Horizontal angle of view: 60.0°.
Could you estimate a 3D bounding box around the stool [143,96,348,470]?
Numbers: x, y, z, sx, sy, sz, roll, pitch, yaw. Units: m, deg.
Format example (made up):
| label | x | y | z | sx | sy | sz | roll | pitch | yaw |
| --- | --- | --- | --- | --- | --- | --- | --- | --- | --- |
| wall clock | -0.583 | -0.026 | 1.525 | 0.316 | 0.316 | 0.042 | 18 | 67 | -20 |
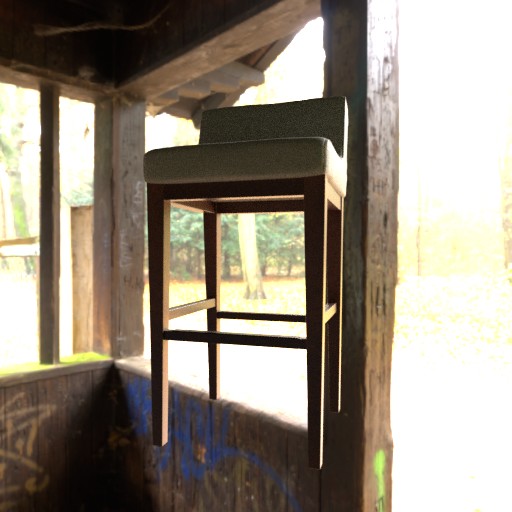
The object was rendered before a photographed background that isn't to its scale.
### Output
| label | x | y | z | sx | sy | sz | roll | pitch | yaw |
| --- | --- | --- | --- | --- | --- | --- | --- | --- | --- |
| stool | 0.000 | 0.000 | 1.349 | 0.511 | 1.037 | 0.500 | 0 | 1 | 17 |
